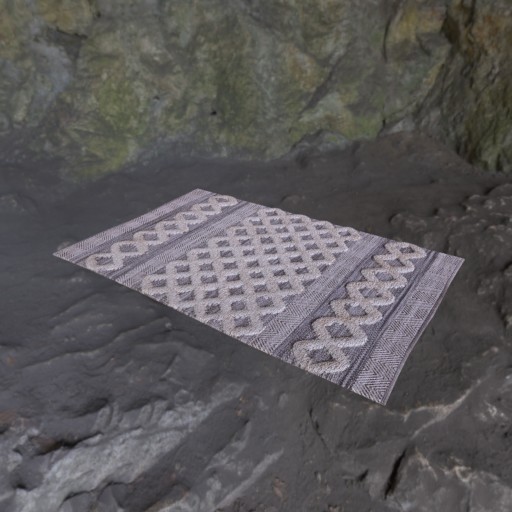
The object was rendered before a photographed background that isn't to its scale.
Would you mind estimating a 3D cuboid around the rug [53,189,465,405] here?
[{"bbox_3d":[0.000,0.000,2.974,2.333,0.033,1.513,18,34,29],"label":"rug"}]
